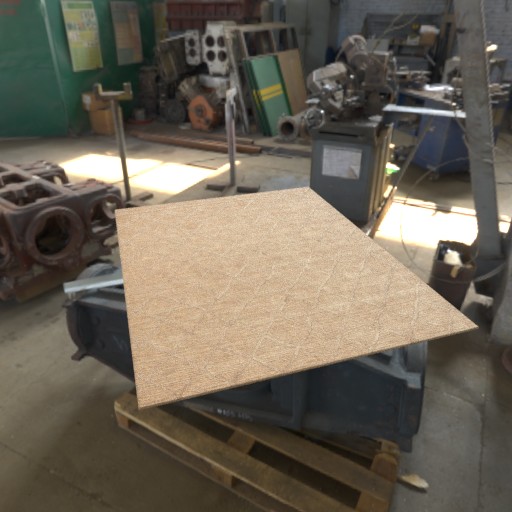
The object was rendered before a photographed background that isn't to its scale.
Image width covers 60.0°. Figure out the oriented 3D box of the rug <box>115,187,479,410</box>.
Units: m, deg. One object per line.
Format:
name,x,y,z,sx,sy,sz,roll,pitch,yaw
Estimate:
rug,0.000,0.000,4.156,2.420,0.019,3.039,-9,31,-16
